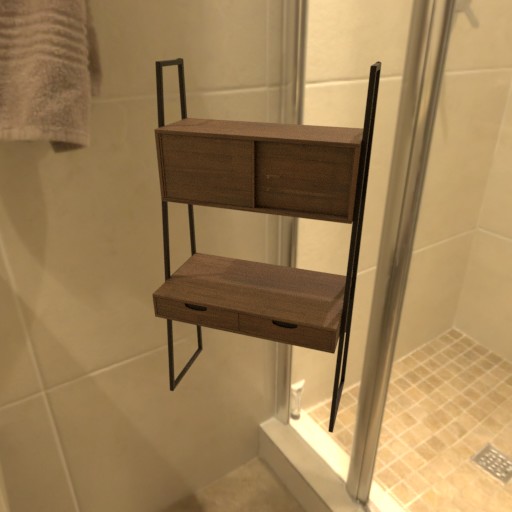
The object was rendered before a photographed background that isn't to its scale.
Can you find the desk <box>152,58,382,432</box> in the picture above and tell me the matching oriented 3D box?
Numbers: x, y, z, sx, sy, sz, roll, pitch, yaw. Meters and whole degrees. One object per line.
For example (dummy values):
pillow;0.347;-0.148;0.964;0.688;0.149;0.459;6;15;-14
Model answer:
desk;0.000;0.000;2.256;0.982;1.809;0.515;9;28;17
